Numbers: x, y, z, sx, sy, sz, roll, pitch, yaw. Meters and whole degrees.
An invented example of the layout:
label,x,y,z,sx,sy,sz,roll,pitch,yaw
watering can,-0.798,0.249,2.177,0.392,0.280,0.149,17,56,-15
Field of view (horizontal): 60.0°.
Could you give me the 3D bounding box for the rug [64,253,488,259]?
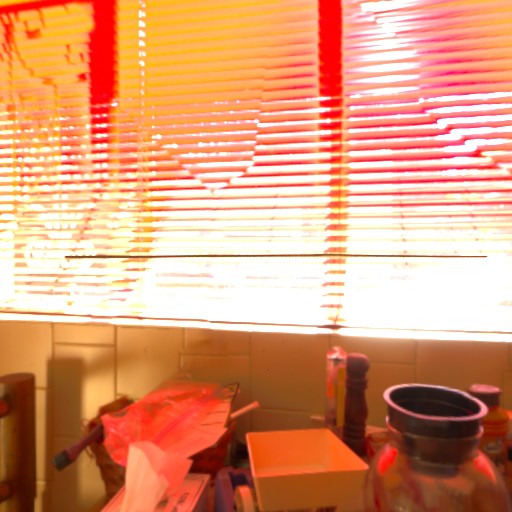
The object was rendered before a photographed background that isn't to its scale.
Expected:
label,x,y,z,sx,sy,sz,roll,pitch,yaw
rug,0.000,0.000,4.284,3.202,0.045,2.434,0,0,-18
